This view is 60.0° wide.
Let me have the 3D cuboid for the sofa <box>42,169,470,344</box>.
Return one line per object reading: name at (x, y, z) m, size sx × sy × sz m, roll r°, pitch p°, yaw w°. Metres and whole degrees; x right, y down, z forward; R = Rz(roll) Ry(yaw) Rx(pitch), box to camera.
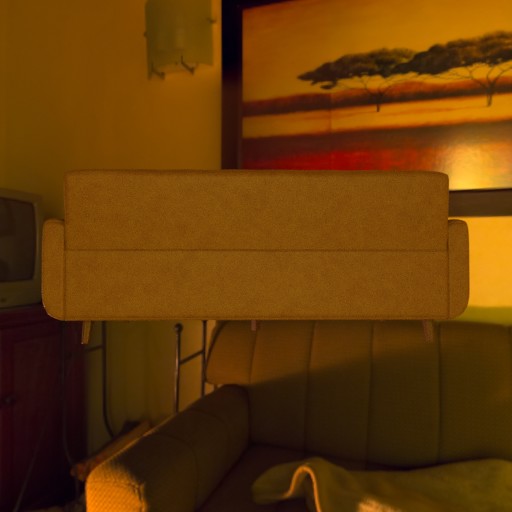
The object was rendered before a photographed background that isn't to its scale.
sofa at (0.000, 0.000, 2.640) m, size 2.137 × 0.892 × 0.980 m, roll 0°, pitch -1°, yaw -1°
